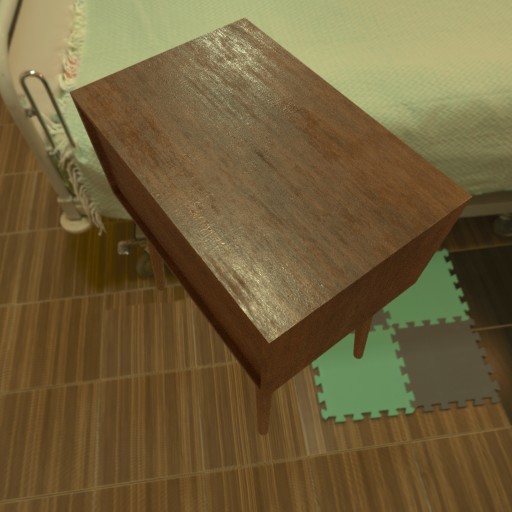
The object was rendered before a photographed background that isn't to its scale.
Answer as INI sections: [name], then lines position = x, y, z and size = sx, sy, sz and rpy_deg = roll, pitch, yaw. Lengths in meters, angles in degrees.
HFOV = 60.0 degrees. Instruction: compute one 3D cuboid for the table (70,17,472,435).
[table]
position = 0.000, 0.000, 0.816
size = 0.307, 0.580, 0.454
rpy_deg = -33, 64, -18
